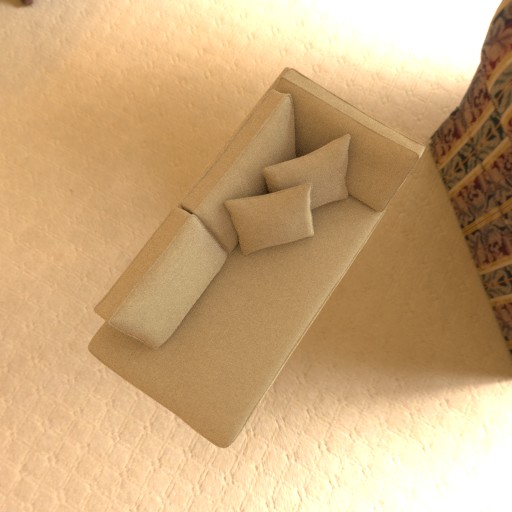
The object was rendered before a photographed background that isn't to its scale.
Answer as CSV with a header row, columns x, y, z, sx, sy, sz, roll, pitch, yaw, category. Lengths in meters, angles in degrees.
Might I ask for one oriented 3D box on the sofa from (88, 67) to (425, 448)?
x,y,z,sx,sy,sz,roll,pitch,yaw,category
0.000,0.000,2.933,1.110,1.033,2.237,34,79,8,sofa
